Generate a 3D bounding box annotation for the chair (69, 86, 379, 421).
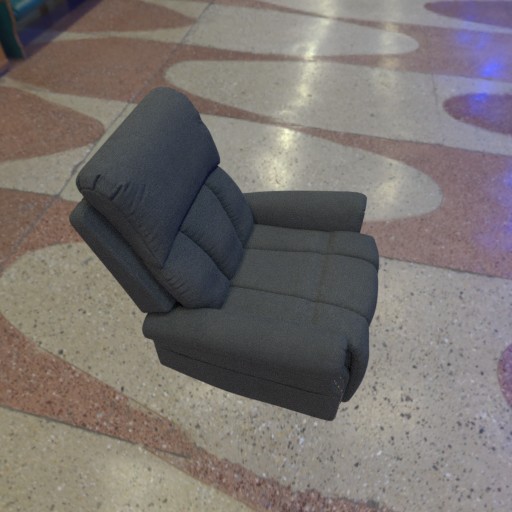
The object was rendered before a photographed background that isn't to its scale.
[{"bbox_3d":[0.000,0.000,1.718,0.979,1.031,0.871,11,48,10],"label":"chair"}]
